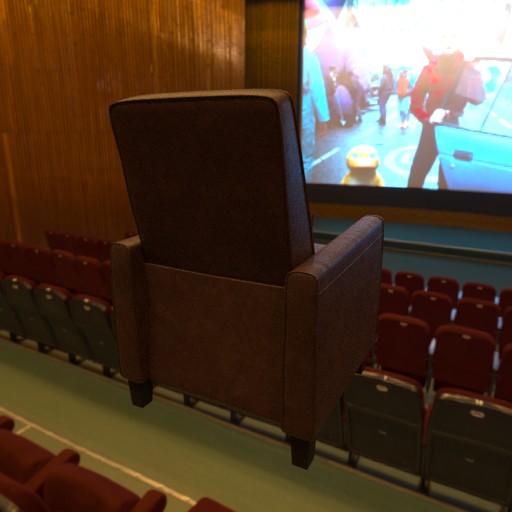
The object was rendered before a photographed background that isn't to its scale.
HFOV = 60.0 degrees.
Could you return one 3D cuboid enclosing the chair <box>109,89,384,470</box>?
[{"bbox_3d":[0.000,0.000,1.513,0.705,1.013,0.746,8,18,27],"label":"chair"}]
